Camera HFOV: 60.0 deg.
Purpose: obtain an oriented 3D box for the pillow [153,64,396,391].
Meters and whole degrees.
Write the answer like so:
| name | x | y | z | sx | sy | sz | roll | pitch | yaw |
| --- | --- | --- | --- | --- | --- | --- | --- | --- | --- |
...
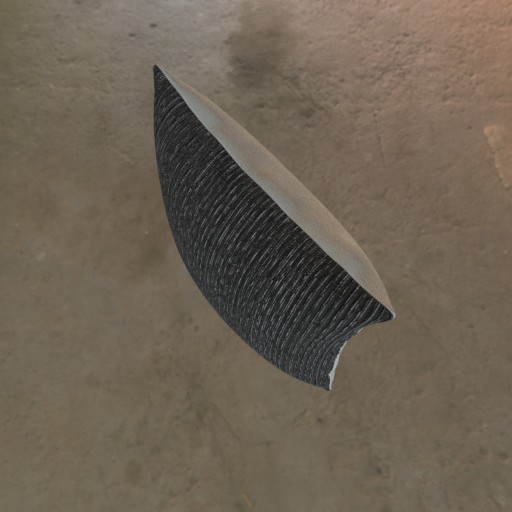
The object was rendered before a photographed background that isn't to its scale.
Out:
| name | x | y | z | sx | sy | sz | roll | pitch | yaw |
| --- | --- | --- | --- | --- | --- | --- | --- | --- | --- |
| pillow | 0.000 | 0.000 | 0.690 | 0.196 | 0.434 | 0.433 | -35 | 69 | -16 |
